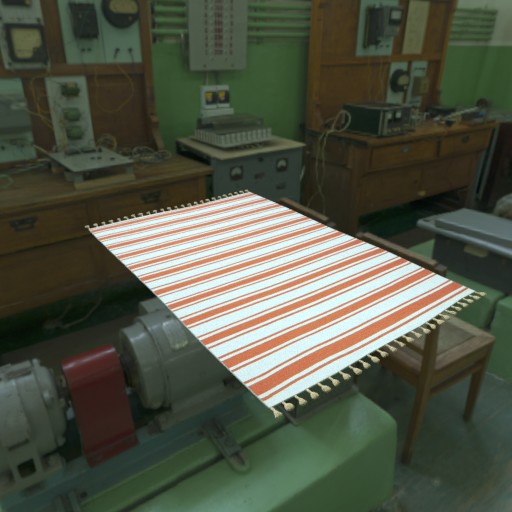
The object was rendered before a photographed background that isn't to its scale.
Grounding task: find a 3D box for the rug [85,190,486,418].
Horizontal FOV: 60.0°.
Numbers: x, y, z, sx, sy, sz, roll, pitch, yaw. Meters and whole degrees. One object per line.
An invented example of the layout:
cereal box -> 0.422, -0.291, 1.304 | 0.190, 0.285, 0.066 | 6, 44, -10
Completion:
rug -> 0.000, 0.000, 3.004 | 1.556, 0.022, 2.433 | -18, 32, -32
